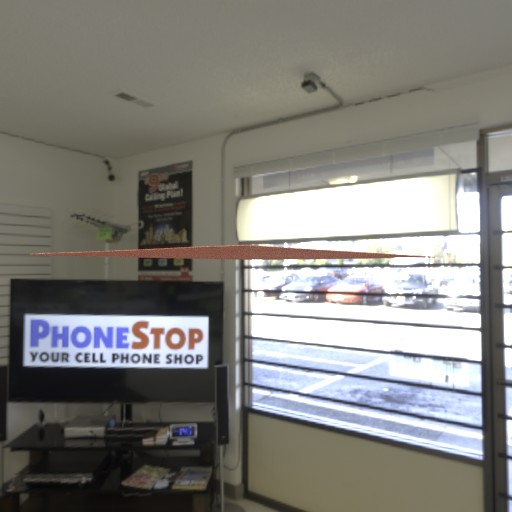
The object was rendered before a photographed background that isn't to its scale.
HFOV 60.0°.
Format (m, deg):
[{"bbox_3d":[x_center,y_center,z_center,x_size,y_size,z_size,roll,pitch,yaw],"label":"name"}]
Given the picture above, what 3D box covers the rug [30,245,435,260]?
[{"bbox_3d":[0.000,0.000,2.807,1.594,0.009,2.112,-1,-2,39],"label":"rug"}]
